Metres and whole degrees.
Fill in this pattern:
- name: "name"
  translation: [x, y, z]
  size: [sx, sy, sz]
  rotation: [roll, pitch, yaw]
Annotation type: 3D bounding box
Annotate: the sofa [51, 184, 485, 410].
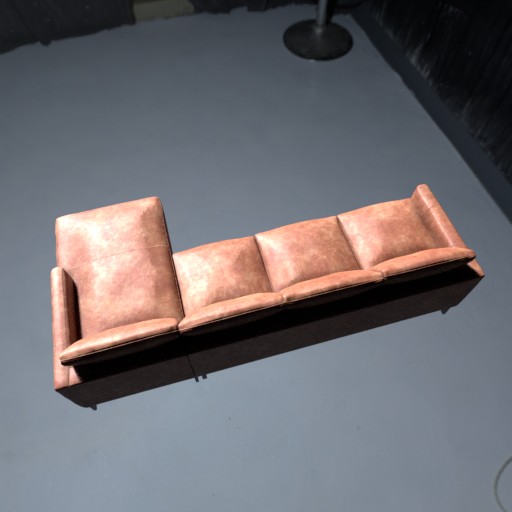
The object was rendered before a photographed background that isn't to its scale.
- name: "sofa"
  translation: [0.000, 0.000, 3.472]
  size: [2.993, 0.859, 1.471]
  rotation: [-13, 59, -8]
